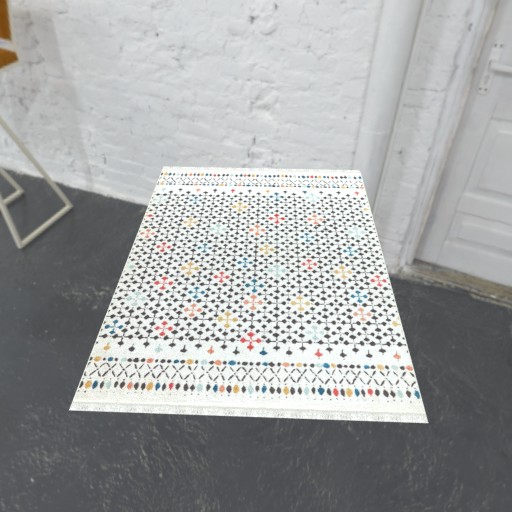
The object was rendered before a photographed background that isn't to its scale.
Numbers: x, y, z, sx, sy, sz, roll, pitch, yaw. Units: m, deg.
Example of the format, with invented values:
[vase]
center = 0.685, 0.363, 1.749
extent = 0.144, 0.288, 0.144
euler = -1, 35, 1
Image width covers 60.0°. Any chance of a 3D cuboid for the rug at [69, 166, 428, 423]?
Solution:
[rug]
center = 0.000, 0.000, 4.104
extent = 2.354, 0.007, 3.196
euler = 1, 41, 2
